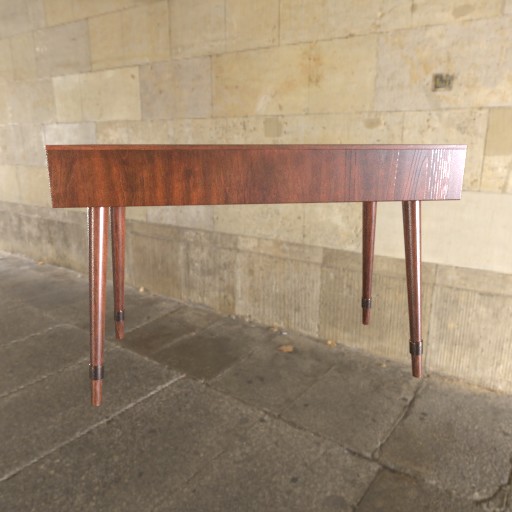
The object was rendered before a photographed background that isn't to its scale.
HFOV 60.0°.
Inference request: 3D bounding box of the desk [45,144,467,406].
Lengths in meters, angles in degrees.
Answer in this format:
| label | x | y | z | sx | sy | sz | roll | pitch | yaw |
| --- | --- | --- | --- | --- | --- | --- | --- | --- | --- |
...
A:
| label | x | y | z | sx | sy | sz | roll | pitch | yaw |
| --- | --- | --- | --- | --- | --- | --- | --- | --- | --- |
| desk | 0.000 | 0.000 | 2.112 | 1.577 | 1.031 | 0.734 | -2 | 14 | -8 |
